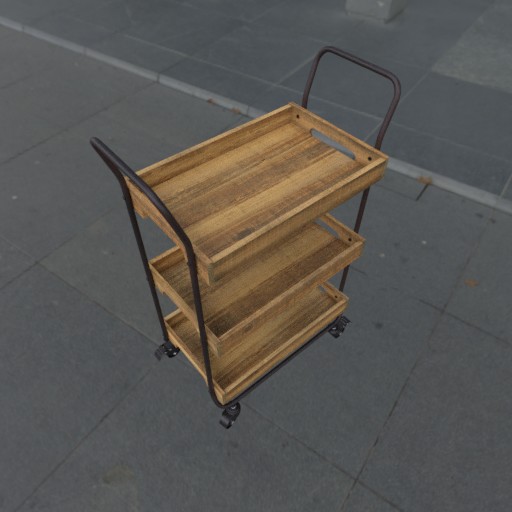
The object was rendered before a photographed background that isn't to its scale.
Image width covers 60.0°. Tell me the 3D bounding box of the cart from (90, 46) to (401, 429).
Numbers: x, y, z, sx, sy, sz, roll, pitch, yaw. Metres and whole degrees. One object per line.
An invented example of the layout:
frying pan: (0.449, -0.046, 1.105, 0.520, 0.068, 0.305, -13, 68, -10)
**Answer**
cart: (0.000, 0.000, 1.142, 0.583, 0.857, 0.339, -32, 55, -26)
